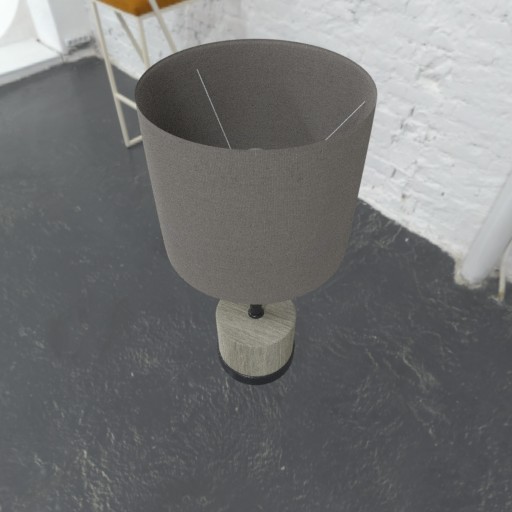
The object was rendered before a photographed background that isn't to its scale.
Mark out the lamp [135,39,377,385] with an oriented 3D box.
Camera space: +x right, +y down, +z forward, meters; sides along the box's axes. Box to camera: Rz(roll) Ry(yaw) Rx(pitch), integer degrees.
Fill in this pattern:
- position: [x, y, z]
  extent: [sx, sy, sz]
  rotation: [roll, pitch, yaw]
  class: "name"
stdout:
- position: [0.000, 0.000, 0.590]
  extent: [0.229, 0.470, 0.229]
  rotation: [17, 48, 16]
  class: "lamp"
